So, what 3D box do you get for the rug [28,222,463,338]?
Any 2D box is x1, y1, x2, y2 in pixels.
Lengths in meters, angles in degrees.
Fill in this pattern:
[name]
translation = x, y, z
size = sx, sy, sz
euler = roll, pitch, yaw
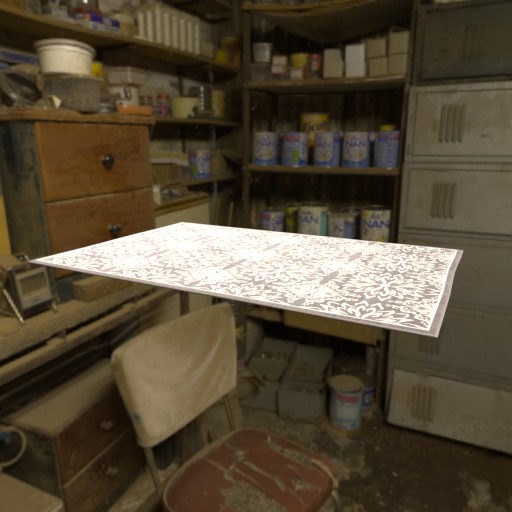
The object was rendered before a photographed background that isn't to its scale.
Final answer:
[rug]
translation = 0.000, 0.000, 2.246
size = 1.847, 0.012, 1.224
euler = 7, 16, 27
